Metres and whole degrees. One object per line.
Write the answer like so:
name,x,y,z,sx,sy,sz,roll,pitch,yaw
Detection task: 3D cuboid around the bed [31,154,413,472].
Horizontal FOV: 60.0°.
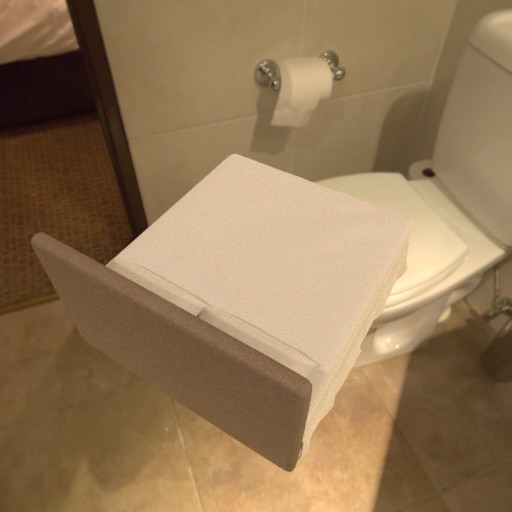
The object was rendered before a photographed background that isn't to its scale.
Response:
bed,0.000,0.000,3.639,2.119,1.317,2.341,25,53,21
